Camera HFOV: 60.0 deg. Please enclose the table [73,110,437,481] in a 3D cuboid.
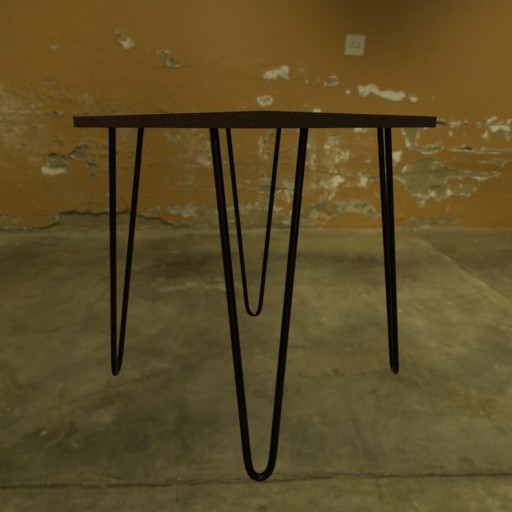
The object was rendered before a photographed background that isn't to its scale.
[{"bbox_3d":[0.000,0.000,0.930,0.495,0.559,0.495,15,22,42],"label":"table"}]
